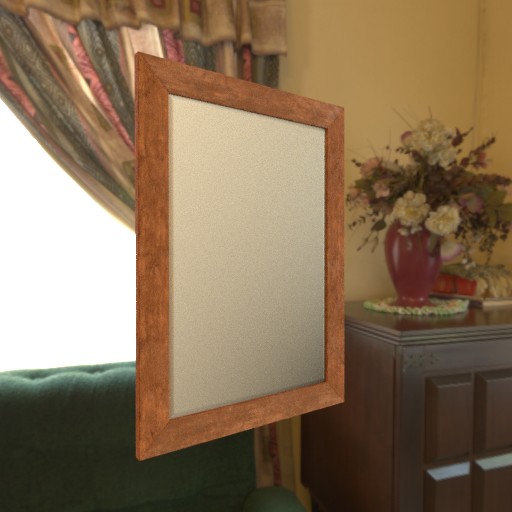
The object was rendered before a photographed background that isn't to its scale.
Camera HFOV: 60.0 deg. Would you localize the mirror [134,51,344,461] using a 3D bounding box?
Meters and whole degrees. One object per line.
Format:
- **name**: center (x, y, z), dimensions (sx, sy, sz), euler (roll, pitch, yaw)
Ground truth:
- **mirror**: center (0.000, 0.000, 1.430), dimensions (0.796, 1.099, 0.028), euler (0, 1, -36)
